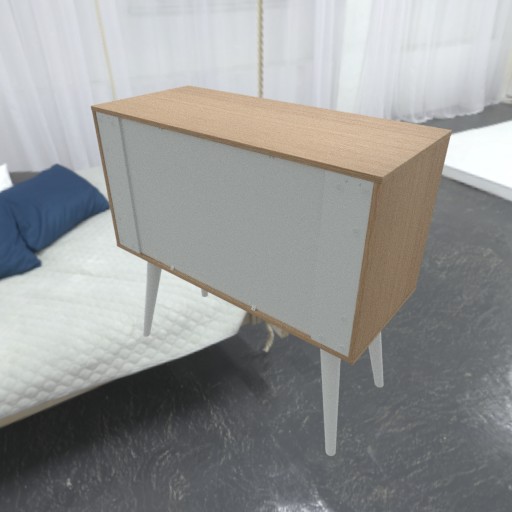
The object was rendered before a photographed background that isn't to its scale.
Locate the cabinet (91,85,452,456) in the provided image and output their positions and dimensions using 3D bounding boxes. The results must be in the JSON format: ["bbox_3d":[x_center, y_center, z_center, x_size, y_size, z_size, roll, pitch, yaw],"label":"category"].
[{"bbox_3d":[0.000,0.000,1.643,1.057,1.016,0.470,22,38,32],"label":"cabinet"}]
